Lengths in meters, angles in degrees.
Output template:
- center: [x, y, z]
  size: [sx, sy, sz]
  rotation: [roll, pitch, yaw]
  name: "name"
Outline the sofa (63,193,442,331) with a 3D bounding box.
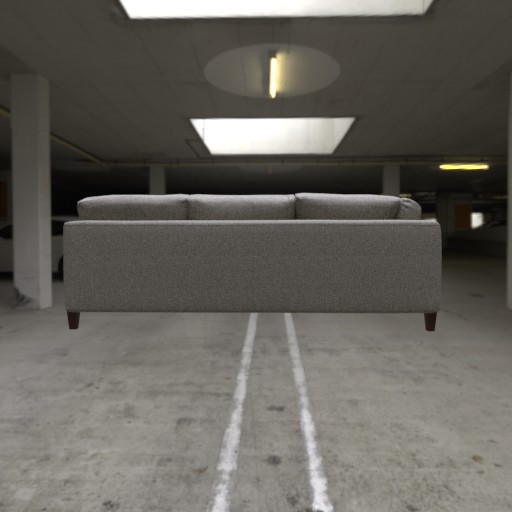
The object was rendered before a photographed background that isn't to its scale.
- center: [0.000, 0.000, 4.600]
  size: [2.593, 0.947, 3.302]
  rotation: [0, 1, 2]
  name: "sofa"
